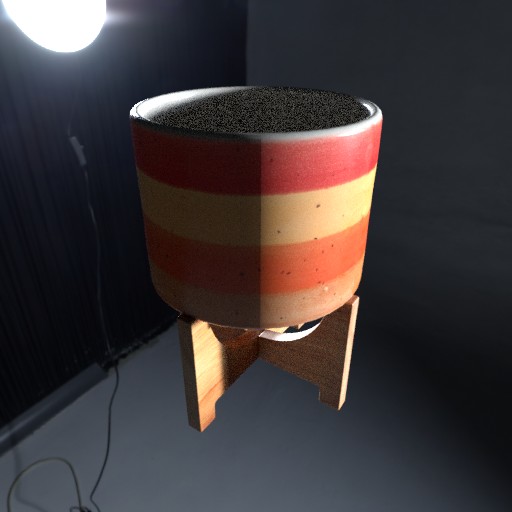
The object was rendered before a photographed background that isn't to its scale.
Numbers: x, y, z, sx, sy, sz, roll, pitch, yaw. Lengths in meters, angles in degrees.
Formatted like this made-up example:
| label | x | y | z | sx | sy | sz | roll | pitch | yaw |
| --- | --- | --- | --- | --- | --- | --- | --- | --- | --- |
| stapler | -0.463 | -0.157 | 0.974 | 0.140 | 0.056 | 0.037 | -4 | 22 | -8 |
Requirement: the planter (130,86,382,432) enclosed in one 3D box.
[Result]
| label | x | y | z | sx | sy | sz | roll | pitch | yaw |
| --- | --- | --- | --- | --- | --- | --- | --- | --- | --- |
| planter | 0.000 | 0.000 | 0.408 | 0.199 | 0.268 | 0.199 | 0 | 29 | 0 |
